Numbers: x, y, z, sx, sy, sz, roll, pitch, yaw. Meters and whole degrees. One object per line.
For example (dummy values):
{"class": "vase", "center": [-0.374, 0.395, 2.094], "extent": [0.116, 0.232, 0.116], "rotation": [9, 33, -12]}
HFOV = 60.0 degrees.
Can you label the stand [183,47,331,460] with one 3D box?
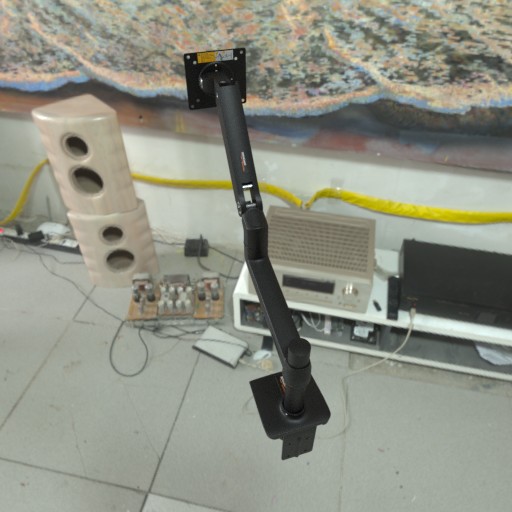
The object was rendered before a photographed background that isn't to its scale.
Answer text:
{"class": "stand", "center": [0.000, 0.000, 1.027], "extent": [0.152, 0.713, 0.650], "rotation": [-12, 43, -13]}
